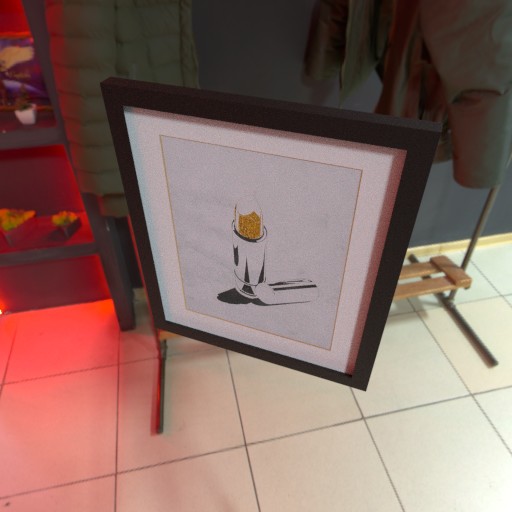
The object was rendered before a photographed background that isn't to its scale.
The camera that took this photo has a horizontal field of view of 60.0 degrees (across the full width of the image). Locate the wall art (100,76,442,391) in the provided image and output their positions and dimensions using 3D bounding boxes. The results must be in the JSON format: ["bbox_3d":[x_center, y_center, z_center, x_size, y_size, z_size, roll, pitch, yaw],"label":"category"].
[{"bbox_3d":[0.000,0.000,0.537,0.330,0.381,0.019,13,43,15],"label":"wall art"}]
